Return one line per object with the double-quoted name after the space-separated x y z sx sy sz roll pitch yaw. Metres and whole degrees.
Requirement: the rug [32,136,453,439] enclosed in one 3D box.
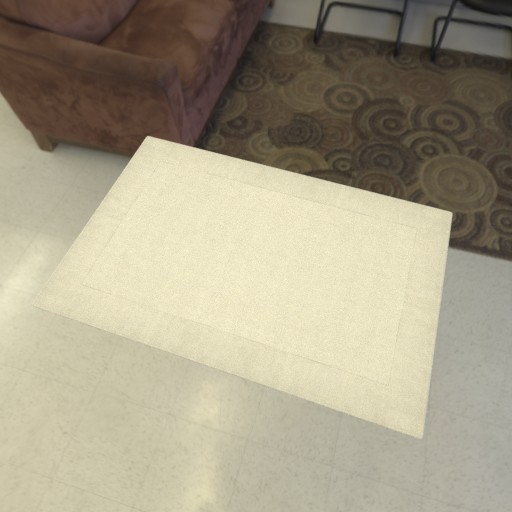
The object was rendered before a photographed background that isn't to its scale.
0.000 0.000 2.245 1.829 0.013 1.219 16 59 10 "rug"
